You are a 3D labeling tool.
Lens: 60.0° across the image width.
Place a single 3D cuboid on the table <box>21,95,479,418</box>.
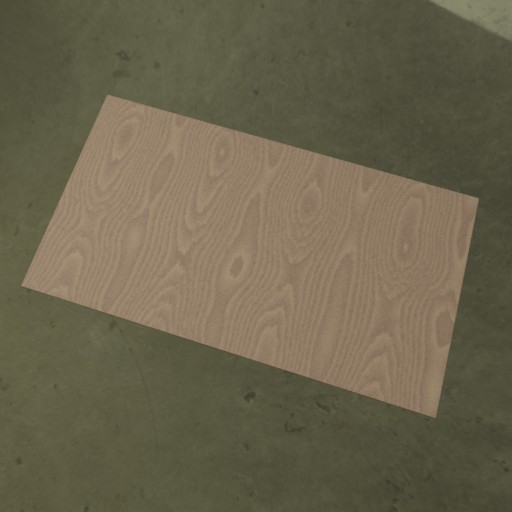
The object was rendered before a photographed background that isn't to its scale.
[{"bbox_3d":[0.000,0.000,1.460,1.197,0.347,0.651,17,76,4],"label":"table"}]
